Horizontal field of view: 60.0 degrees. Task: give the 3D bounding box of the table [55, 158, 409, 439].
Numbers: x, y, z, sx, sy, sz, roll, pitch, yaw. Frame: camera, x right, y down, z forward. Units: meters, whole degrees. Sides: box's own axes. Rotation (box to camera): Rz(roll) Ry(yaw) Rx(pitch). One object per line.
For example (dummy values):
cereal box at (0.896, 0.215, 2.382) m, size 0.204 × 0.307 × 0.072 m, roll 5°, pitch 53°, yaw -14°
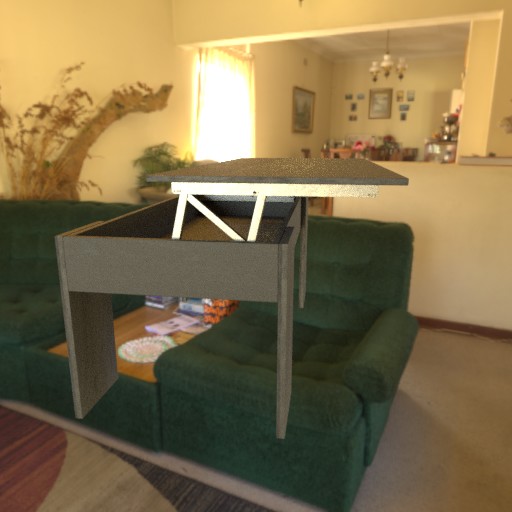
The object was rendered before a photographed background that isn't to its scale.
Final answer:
table at (0.000, 0.000, 1.397) m, size 0.711 × 0.570 × 1.000 m, roll 2°, pitch 15°, yaw 9°
